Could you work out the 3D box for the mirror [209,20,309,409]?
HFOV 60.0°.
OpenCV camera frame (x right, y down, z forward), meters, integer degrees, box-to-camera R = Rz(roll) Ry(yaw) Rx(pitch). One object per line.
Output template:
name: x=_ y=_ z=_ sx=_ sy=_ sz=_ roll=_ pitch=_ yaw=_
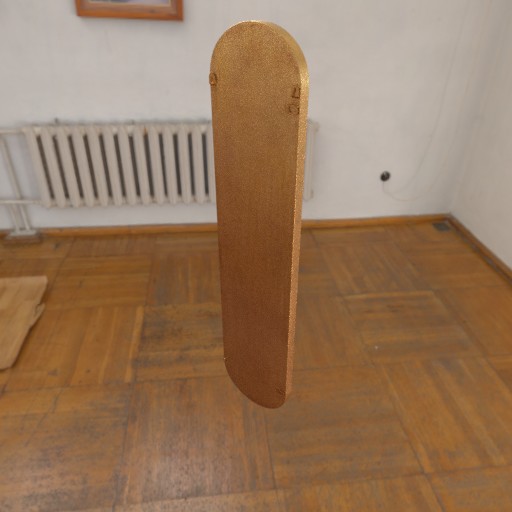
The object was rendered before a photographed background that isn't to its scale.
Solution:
mirror: x=0.000 y=0.000 z=1.055 sx=0.222 sy=0.991 sz=0.032 roll=22 pitch=38 yaw=32
